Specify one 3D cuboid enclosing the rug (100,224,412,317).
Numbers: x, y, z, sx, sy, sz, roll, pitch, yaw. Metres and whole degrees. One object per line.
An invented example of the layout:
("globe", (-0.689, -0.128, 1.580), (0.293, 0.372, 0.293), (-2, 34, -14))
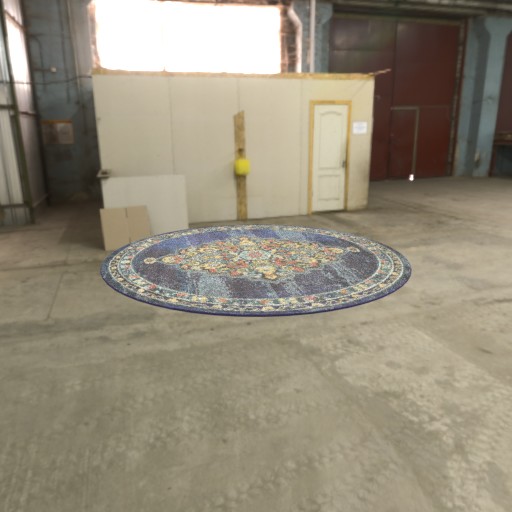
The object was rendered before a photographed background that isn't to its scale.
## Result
("rug", (0.000, 0.000, 3.585), (2.386, 0.014, 2.386), (0, 16, 0))
